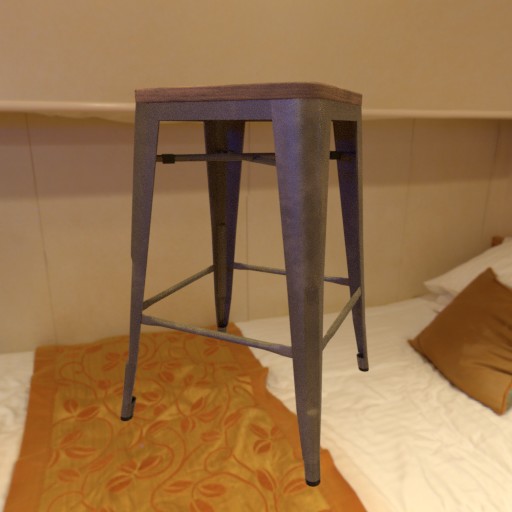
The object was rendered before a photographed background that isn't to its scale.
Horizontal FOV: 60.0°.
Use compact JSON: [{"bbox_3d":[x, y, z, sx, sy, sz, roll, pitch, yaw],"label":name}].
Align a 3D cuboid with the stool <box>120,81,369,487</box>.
[{"bbox_3d":[0.000,0.000,0.874,0.407,0.607,0.407,8,18,24],"label":"stool"}]
